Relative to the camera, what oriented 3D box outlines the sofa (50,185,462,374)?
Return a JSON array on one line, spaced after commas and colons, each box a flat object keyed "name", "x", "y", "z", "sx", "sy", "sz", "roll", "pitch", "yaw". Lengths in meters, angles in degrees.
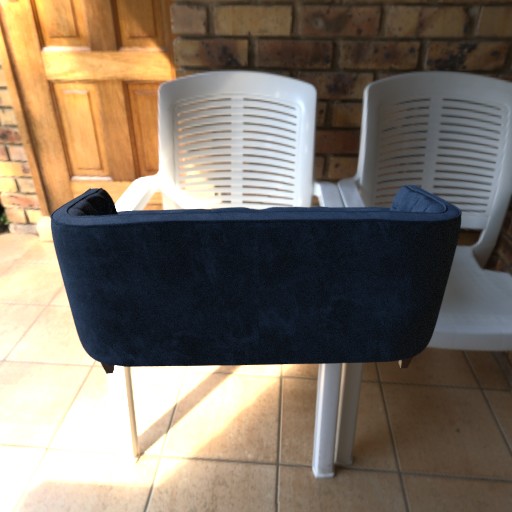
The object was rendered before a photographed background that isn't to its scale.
[{"name": "sofa", "x": 0.000, "y": 0.000, "z": 2.234, "sx": 1.733, "sy": 0.854, "sz": 0.941, "roll": -1, "pitch": 31, "yaw": -1}]
